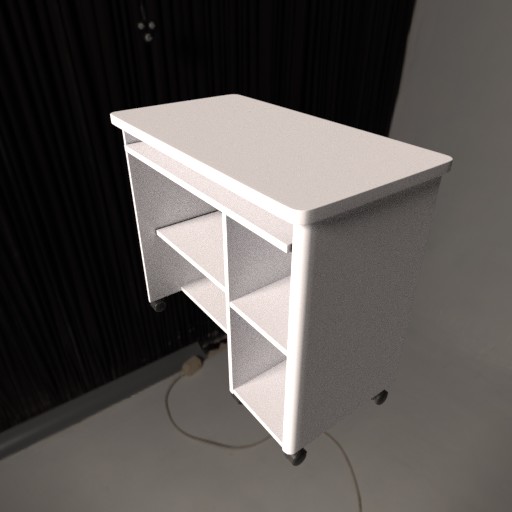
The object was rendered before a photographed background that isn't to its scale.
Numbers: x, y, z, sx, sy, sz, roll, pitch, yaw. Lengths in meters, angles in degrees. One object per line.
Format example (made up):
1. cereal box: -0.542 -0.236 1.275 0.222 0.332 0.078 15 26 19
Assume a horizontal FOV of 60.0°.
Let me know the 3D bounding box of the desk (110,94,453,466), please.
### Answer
1. desk: 0.000 0.000 1.363 0.475 0.763 0.877 -21 37 -31
